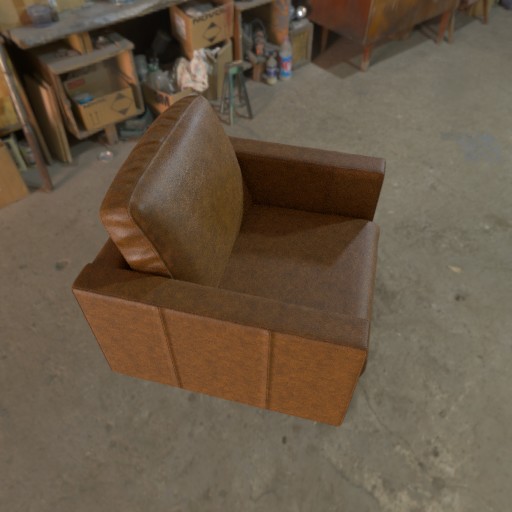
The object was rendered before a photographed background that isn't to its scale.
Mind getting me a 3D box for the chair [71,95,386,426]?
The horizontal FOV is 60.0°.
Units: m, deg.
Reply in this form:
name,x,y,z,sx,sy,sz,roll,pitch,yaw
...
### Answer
name,x,y,z,sx,sy,sz,roll,pitch,yaw
chair,0.000,0.000,1.672,0.909,0.956,0.890,11,49,10
